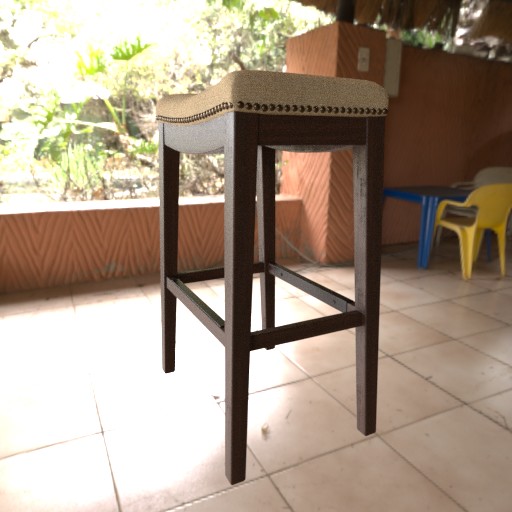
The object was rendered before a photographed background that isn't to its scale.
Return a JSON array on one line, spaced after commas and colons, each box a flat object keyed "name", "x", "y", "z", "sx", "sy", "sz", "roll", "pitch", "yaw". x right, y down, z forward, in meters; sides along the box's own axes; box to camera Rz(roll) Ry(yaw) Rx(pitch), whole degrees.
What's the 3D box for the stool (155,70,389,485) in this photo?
[{"name": "stool", "x": 0.000, "y": 0.000, "z": 1.063, "sx": 0.363, "sy": 0.768, "sz": 0.509, "roll": -7, "pitch": 16, "yaw": -26}]
